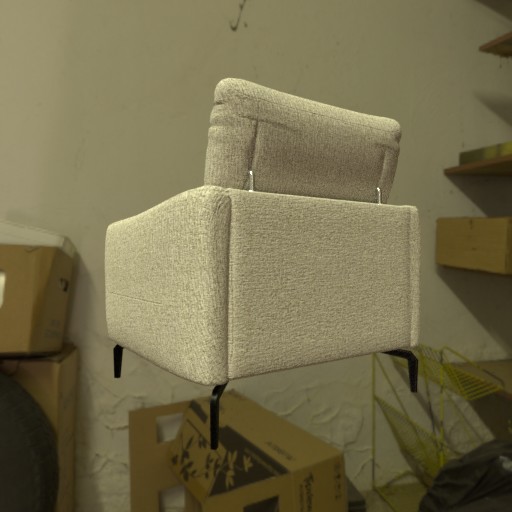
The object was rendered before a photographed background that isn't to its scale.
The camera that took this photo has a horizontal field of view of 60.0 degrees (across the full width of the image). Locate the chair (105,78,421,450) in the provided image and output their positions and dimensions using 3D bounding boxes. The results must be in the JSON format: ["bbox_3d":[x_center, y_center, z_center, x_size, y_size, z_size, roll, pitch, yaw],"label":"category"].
[{"bbox_3d":[0.000,0.000,1.676,0.972,0.967,0.835,0,0,-35],"label":"chair"}]
